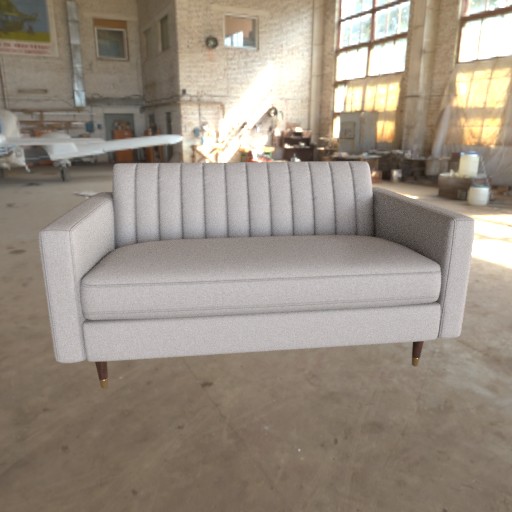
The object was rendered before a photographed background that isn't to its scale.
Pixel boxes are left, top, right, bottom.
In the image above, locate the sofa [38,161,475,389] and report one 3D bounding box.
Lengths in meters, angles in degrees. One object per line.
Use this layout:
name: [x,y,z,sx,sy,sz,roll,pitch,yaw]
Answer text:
sofa: [0.000,0.000,2.062,1.585,0.801,0.950,-2,16,-7]
